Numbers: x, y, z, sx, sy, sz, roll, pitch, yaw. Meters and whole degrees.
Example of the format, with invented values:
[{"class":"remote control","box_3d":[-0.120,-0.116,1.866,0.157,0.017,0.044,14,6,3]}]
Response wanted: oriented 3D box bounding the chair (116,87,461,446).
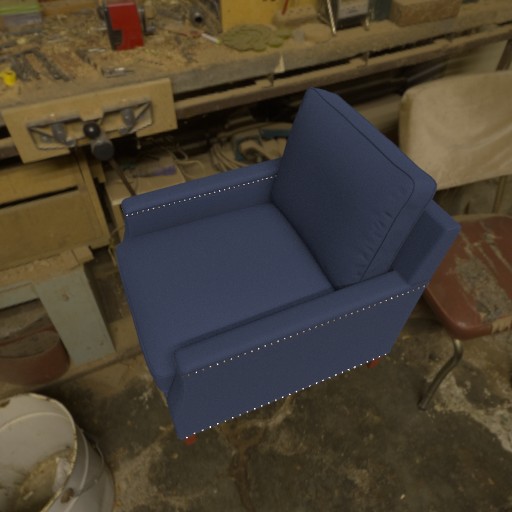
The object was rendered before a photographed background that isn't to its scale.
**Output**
[{"class":"chair","box_3d":[0.000,0.000,1.710,1.014,0.943,0.853,-18,50,-16]}]
